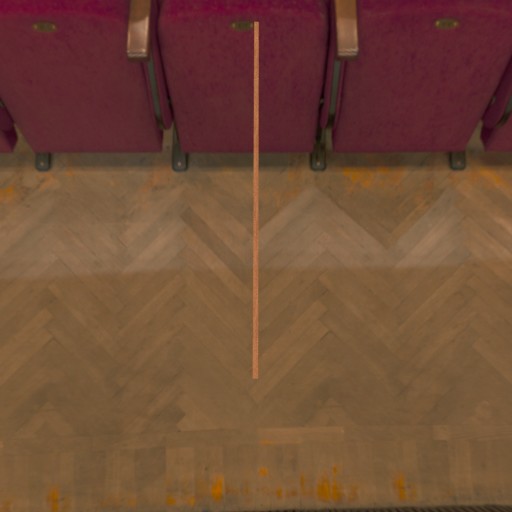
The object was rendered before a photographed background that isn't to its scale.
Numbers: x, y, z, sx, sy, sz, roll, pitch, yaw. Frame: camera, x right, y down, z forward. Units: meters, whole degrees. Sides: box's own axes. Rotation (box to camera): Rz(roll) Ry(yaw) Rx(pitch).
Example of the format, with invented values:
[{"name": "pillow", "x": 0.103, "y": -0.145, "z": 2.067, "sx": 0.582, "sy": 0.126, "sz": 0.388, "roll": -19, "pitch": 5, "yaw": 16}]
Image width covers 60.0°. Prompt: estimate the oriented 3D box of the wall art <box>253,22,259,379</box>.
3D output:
[{"name": "wall art", "x": 0.000, "y": 0.000, "z": 1.910, "sx": 0.019, "sy": 1.527, "sz": 1.019, "roll": 0, "pitch": 75, "yaw": 0}]
